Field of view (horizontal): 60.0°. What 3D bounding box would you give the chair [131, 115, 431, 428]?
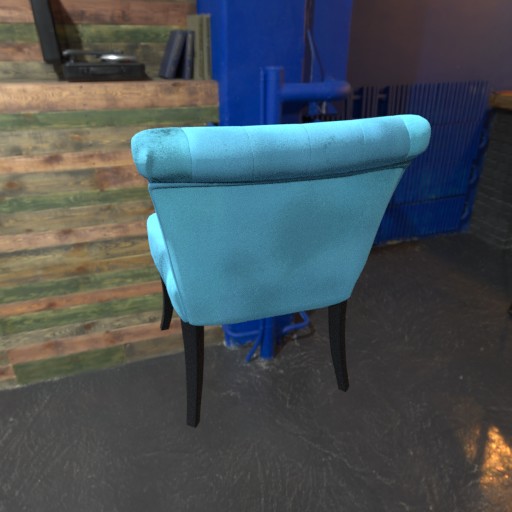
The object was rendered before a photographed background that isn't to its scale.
[{"bbox_3d":[0.000,0.000,1.160,0.582,0.750,0.605,-8,27,-16],"label":"chair"}]
